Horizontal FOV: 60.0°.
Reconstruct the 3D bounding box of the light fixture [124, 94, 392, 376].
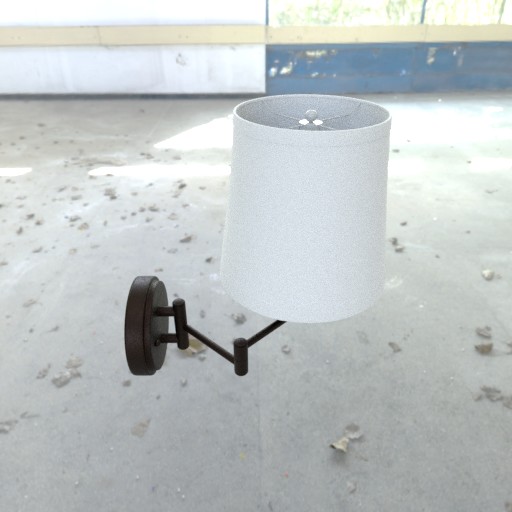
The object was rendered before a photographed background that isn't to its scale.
[{"bbox_3d":[0.000,0.000,0.268,0.157,0.172,0.100,0,31,0],"label":"light fixture"}]
